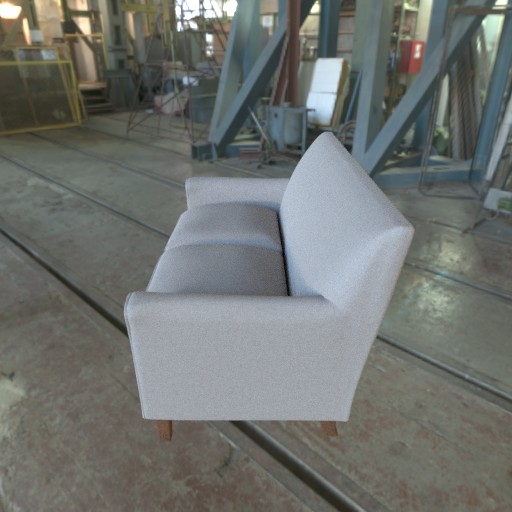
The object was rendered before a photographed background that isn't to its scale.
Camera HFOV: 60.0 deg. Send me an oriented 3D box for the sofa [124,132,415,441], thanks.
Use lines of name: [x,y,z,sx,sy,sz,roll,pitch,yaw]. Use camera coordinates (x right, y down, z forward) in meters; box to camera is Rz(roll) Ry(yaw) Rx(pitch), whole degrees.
sofa: [0.000,0.000,2.080,0.888,0.890,1.482,0,26,0]
